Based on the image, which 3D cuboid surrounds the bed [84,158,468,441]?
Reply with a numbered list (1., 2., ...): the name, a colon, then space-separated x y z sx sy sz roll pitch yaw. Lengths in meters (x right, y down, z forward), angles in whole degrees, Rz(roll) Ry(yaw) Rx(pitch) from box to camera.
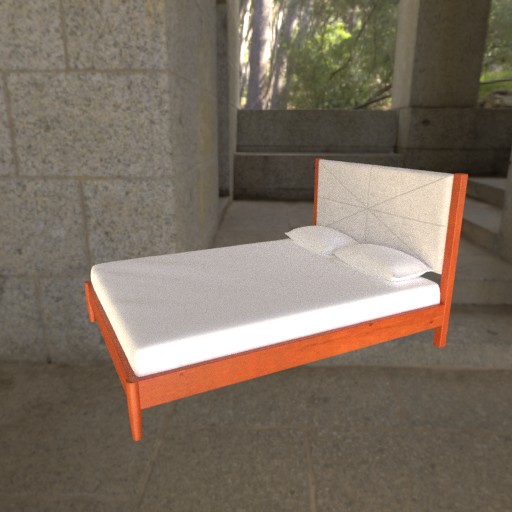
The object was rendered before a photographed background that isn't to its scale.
1. bed: 0.000 0.000 3.068 2.117 1.165 1.566 -8 18 -26
